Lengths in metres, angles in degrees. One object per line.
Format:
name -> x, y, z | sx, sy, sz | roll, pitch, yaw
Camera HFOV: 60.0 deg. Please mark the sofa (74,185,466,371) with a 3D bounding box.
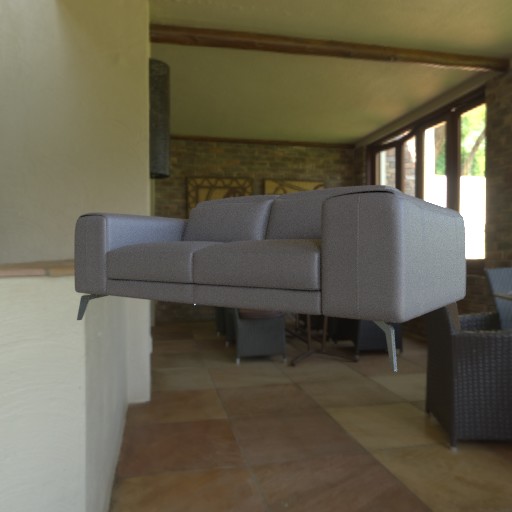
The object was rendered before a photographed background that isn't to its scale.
sofa -> 0.000, 0.000, 2.423 | 1.930, 0.753, 1.024 | 0, 1, 36
